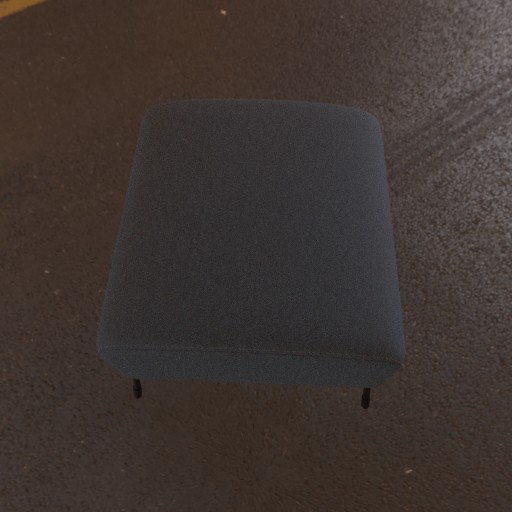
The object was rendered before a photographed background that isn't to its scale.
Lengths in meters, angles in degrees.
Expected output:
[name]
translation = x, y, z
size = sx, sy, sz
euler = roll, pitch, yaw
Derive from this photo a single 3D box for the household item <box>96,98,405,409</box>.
[household item]
translation = 0.000, 0.000, 0.925
size = 0.530, 0.420, 0.530
euler = 2, 63, 1
